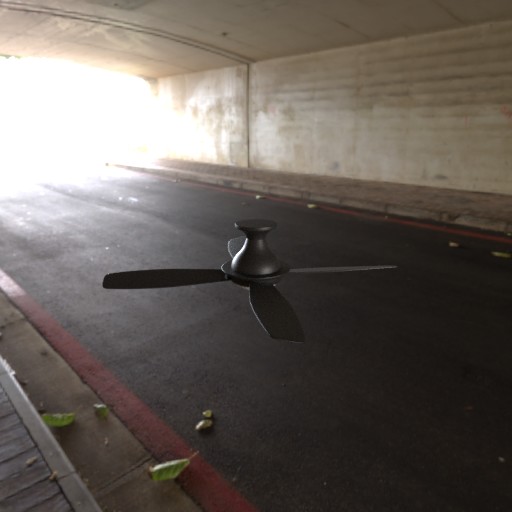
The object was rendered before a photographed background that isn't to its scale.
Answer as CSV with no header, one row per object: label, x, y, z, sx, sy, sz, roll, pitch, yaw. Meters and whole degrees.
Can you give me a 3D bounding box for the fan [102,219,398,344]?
fan,0.000,0.000,2.523,1.694,0.382,1.694,-3,17,-9
